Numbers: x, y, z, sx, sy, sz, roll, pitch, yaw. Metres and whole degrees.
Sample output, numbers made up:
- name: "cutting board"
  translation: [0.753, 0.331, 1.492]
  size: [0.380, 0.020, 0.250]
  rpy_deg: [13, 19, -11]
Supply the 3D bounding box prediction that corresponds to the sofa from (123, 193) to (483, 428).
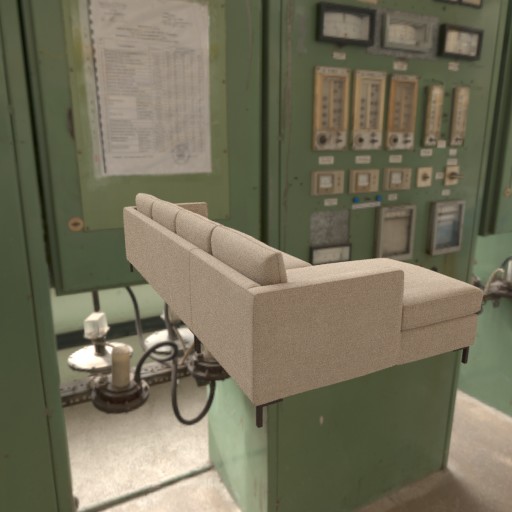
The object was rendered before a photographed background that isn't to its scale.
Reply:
- name: "sofa"
  translation: [0.000, 0.000, 3.461]
  size: [1.469, 0.816, 2.923]
  rpy_deg: [-7, 16, -26]
